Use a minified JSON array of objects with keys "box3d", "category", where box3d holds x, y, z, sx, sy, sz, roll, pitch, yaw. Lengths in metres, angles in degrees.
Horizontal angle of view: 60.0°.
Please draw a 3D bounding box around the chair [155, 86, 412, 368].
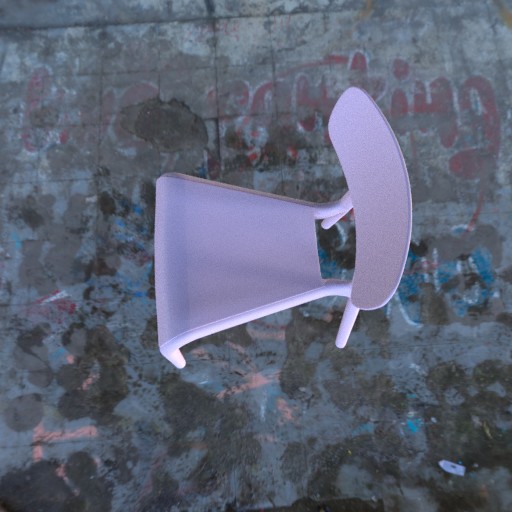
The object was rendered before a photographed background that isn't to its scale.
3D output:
[{"box3d":[0.000,0.000,0.802,0.401,0.580,0.356,-4,75,-1],"category":"chair"}]
